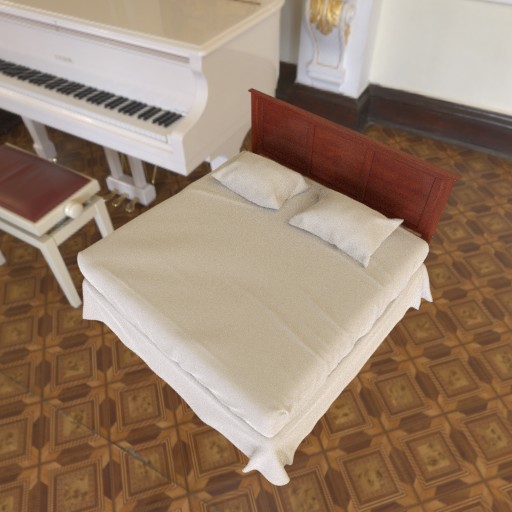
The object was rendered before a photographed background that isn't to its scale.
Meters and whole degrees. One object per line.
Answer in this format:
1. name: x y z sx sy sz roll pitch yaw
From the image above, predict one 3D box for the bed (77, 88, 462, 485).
1. bed: 0.000 0.000 3.468 2.314 1.271 2.219 33 55 27
